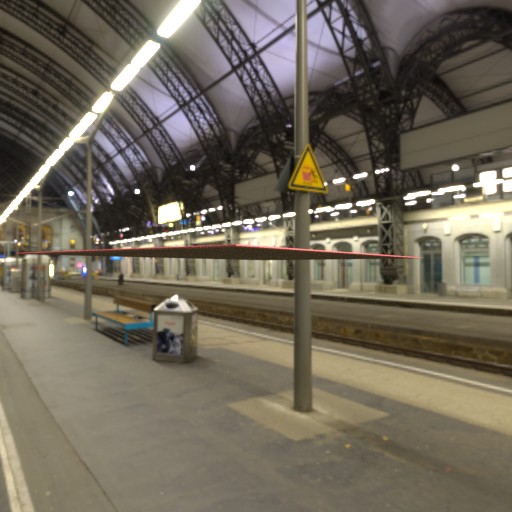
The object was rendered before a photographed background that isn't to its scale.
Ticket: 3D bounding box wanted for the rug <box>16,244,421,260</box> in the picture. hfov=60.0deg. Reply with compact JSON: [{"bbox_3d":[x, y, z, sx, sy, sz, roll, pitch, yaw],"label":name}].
[{"bbox_3d":[0.000,0.000,2.990,1.534,0.010,2.423,-1,-2,35],"label":"rug"}]
